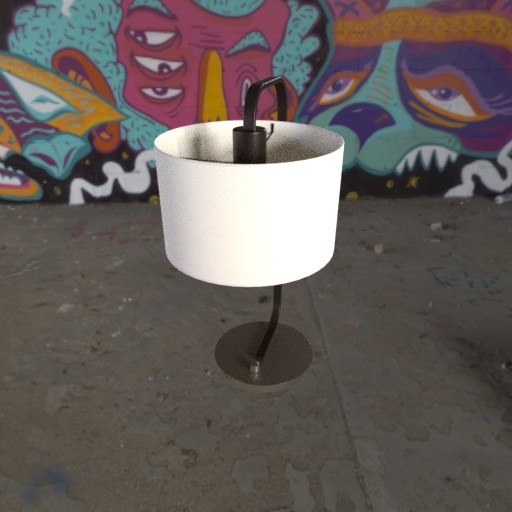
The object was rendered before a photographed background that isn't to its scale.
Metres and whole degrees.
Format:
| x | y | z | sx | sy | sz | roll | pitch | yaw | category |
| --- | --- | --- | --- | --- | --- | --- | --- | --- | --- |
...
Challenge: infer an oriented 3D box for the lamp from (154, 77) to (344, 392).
| x | y | z | sx | sy | sz | roll | pitch | yaw | category |
| --- | --- | --- | --- | --- | --- | --- | --- | --- | --- |
| 0.000 | 0.000 | 0.651 | 0.230 | 0.473 | 0.288 | 8 | 29 | 15 | lamp |
